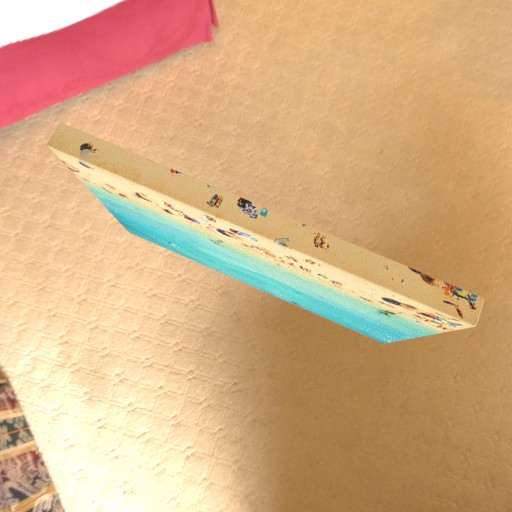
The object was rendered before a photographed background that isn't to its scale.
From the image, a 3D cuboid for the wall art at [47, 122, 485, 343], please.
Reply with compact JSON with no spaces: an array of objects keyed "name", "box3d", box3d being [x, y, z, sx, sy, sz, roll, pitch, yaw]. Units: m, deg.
[{"name":"wall art","box3d":[0.000,0.000,0.776,0.609,0.406,0.039,23,77,6]}]
